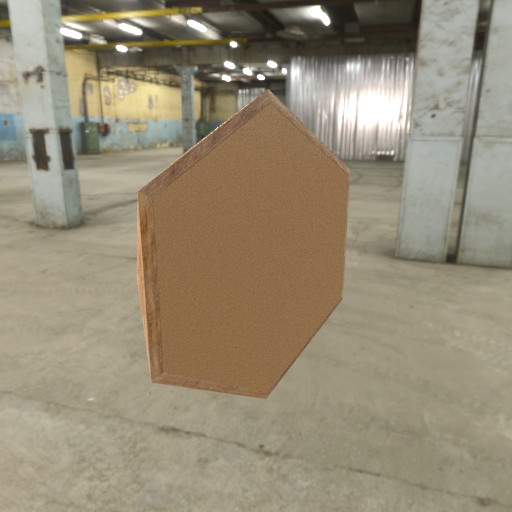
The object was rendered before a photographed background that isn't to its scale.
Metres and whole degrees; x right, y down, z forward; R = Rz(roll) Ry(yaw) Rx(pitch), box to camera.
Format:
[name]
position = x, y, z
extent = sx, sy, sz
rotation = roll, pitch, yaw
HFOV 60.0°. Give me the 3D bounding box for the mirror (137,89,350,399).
[mirror]
position = 0.000, 0.000, 1.107
extent = 0.675, 0.779, 0.091
rotation = -15, 21, -43
